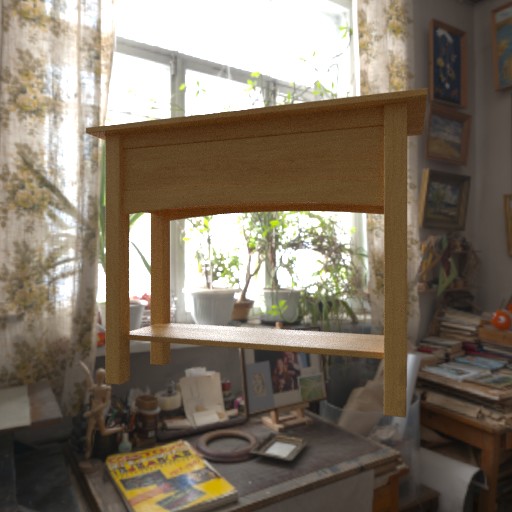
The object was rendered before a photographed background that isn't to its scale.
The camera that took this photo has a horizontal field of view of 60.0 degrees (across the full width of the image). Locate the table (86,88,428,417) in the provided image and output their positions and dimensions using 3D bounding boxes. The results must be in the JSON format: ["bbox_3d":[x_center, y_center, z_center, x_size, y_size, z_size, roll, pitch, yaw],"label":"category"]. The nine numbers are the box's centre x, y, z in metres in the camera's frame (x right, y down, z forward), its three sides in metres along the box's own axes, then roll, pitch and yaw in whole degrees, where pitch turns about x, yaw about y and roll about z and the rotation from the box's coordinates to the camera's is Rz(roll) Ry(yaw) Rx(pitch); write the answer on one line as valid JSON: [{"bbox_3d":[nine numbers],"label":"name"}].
[{"bbox_3d":[0.000,0.000,1.264,0.900,0.728,0.340,0,0,19],"label":"table"}]
